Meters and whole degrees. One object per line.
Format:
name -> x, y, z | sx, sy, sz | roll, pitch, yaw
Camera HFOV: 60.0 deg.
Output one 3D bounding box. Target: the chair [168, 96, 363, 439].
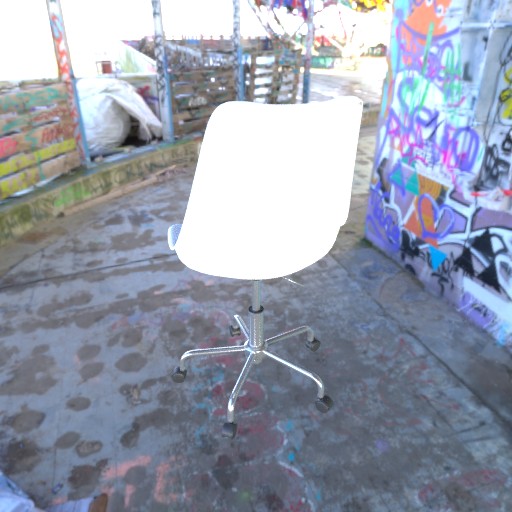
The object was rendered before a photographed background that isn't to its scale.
chair -> 0.000, 0.000, 1.289 | 0.550, 0.930, 0.550 | -9, 28, -16
